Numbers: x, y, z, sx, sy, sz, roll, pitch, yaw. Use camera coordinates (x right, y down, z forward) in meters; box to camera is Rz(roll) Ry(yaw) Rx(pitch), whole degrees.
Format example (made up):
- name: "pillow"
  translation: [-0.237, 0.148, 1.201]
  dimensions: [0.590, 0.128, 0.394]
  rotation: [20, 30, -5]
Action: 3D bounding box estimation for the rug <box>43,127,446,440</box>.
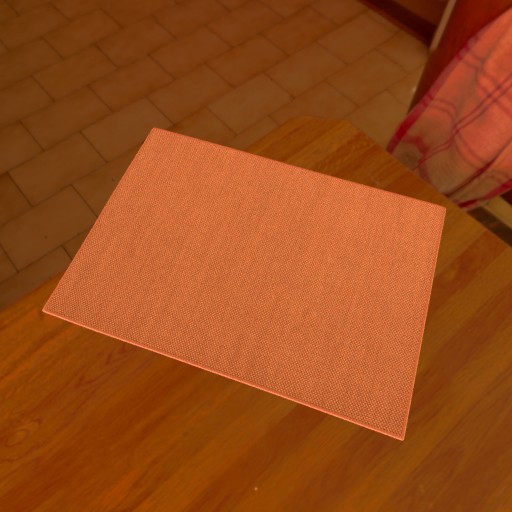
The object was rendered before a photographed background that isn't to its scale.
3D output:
- name: "rug"
  translation: [0.000, 0.000, 2.764]
  dimensions: [2.134, 0.013, 1.524]
  rotation: [17, 64, 9]
